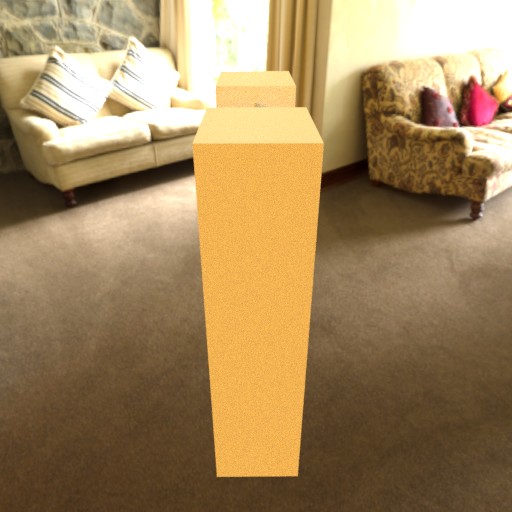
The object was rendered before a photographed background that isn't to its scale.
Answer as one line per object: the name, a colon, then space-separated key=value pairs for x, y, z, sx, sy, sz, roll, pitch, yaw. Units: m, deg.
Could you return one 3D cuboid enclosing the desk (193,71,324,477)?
desk: x=0.000 y=0.000 z=2.890 sx=0.480 sy=2.000 sz=1.770 roll=0 pitch=31 yaw=0
